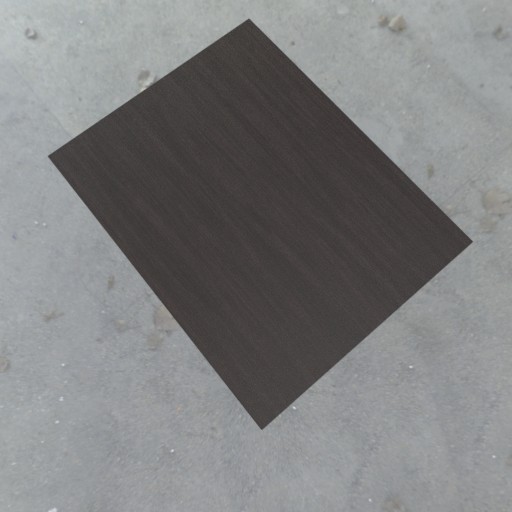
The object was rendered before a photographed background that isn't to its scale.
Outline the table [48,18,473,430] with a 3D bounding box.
[{"bbox_3d":[0.000,0.000,0.926,0.381,0.635,0.480,-39,78,-10],"label":"table"}]
